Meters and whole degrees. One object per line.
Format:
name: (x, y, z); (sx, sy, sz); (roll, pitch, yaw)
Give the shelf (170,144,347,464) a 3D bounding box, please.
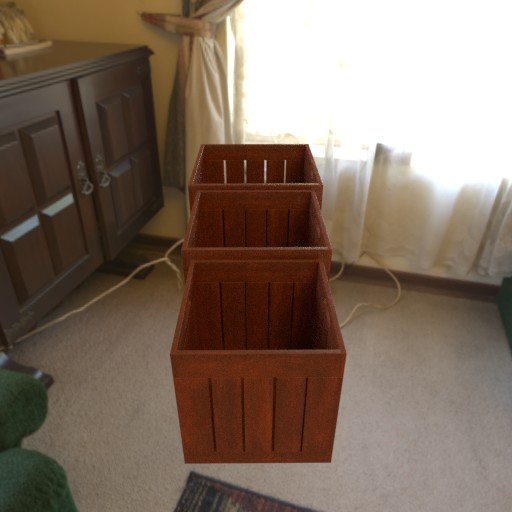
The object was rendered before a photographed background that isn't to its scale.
shelf: (0.000, 0.000, 1.248); (0.393, 0.311, 1.064); (0, 31, 0)
